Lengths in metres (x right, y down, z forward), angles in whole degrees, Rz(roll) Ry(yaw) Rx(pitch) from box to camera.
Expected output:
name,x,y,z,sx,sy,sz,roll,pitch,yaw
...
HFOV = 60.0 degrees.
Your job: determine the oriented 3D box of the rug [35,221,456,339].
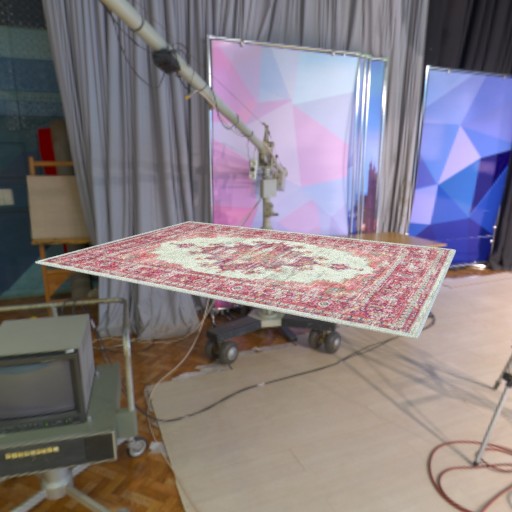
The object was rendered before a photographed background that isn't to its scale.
name,x,y,z,sx,sy,sz,roll,pitch,yaw
rug,0.000,0.000,2.844,2.232,0.011,1.555,8,17,27
